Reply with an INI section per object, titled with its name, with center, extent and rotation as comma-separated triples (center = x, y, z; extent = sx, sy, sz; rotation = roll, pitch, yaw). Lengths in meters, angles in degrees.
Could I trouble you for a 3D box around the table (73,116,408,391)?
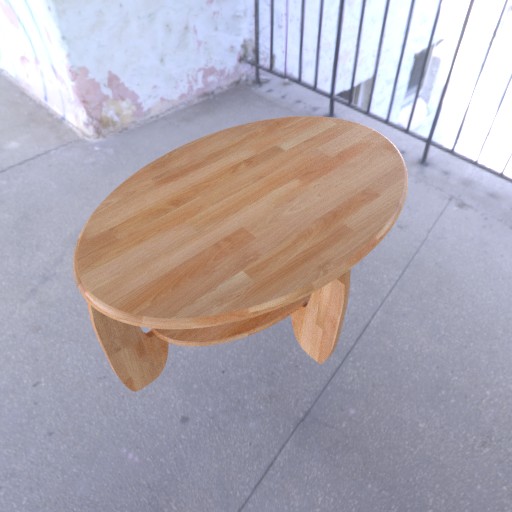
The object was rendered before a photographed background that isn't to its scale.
[table]
center = 0.000, 0.000, 1.379
extent = 1.040, 0.490, 0.690
rotation = -33, 55, -27
